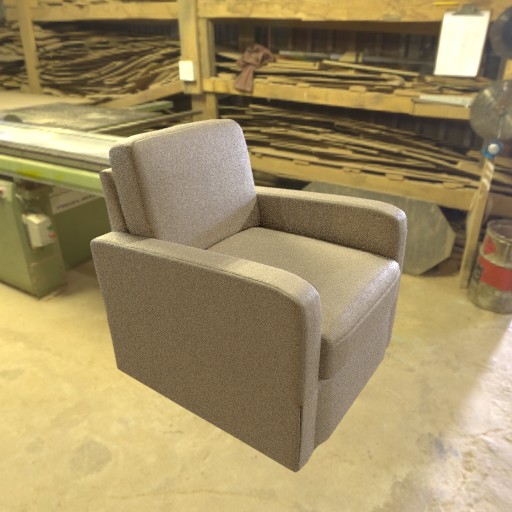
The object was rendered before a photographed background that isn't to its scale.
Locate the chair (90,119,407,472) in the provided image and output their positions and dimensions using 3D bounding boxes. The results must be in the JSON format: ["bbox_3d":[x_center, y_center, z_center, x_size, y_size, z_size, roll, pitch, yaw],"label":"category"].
[{"bbox_3d":[0.000,0.000,1.541,0.888,0.827,0.755,17,31,31],"label":"chair"}]
